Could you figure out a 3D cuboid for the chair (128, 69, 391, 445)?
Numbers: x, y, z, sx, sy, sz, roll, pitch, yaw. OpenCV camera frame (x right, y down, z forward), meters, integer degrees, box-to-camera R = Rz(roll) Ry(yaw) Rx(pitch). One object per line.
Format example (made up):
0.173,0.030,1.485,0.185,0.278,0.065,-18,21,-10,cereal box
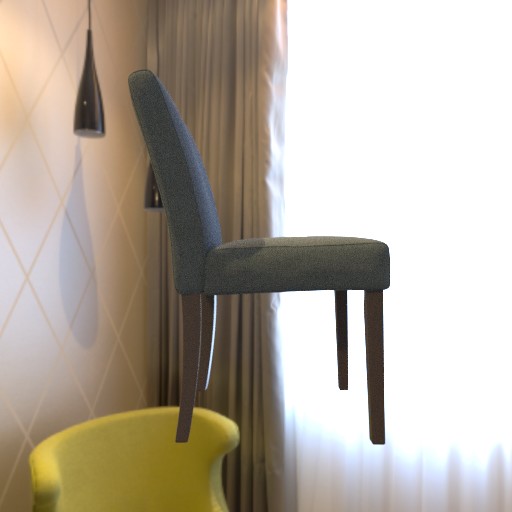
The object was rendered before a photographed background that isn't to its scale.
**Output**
0.000,0.000,1.249,0.629,0.882,0.487,0,0,0,chair
